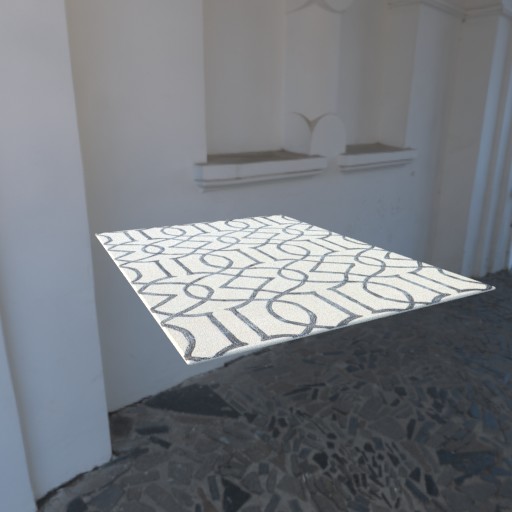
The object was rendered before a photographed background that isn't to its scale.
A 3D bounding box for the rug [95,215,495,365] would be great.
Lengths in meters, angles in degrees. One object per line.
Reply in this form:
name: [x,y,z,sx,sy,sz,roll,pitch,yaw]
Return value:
rug: [0.000,0.000,3.791,2.211,0.021,2.910,-8,18,-26]
